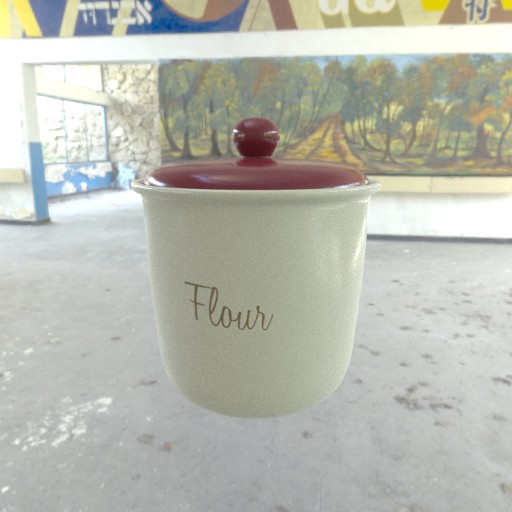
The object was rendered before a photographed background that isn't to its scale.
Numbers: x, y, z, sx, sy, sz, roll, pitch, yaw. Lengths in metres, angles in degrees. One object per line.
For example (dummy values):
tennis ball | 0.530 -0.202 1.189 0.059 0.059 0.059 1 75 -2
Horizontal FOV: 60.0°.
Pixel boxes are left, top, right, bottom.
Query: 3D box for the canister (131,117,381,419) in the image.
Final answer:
canister | 0.000 0.000 0.347 0.182 0.208 0.182 0 14 0
